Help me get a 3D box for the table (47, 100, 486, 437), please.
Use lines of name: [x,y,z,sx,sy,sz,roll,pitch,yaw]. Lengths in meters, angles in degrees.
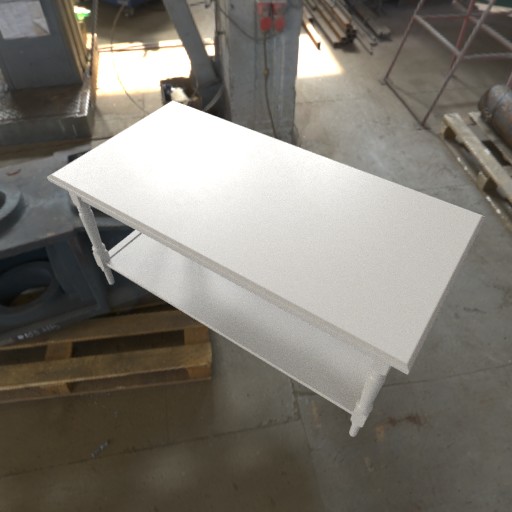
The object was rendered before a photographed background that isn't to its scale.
table: [0.000,0.000,1.421,1.109,0.506,0.551,27,53,23]
